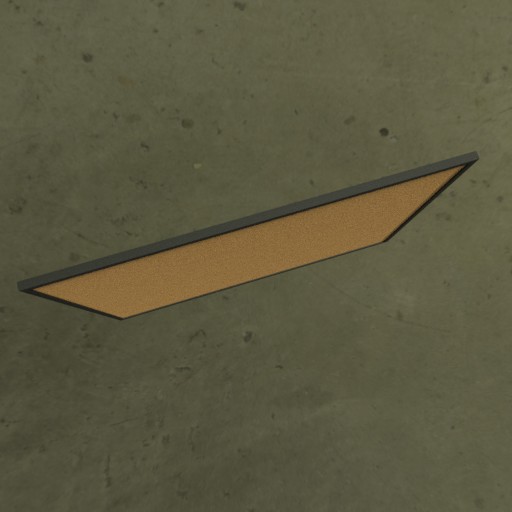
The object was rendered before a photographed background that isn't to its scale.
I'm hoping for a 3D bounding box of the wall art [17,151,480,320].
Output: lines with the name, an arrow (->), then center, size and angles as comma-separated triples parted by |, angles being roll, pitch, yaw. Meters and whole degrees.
wall art -> 0.000, 0.000, 0.837 | 0.664, 0.458, 0.013 | -16, 77, -4
